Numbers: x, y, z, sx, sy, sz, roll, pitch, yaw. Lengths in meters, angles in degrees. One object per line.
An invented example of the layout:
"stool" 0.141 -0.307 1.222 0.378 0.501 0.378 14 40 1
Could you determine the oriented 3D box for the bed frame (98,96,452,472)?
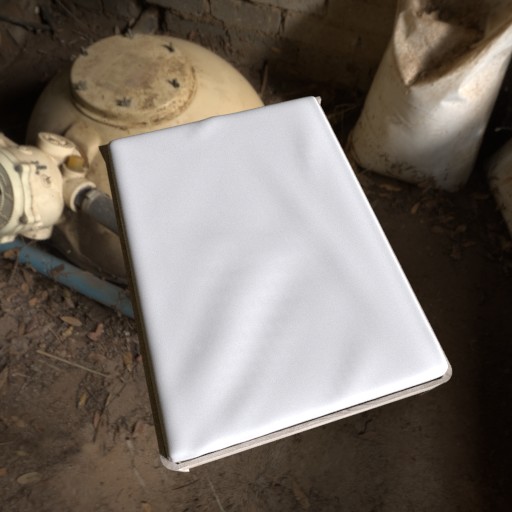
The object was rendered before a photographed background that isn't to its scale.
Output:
"bed frame" 0.000 0.000 2.578 1.490 0.462 1.950 -15 64 -8
